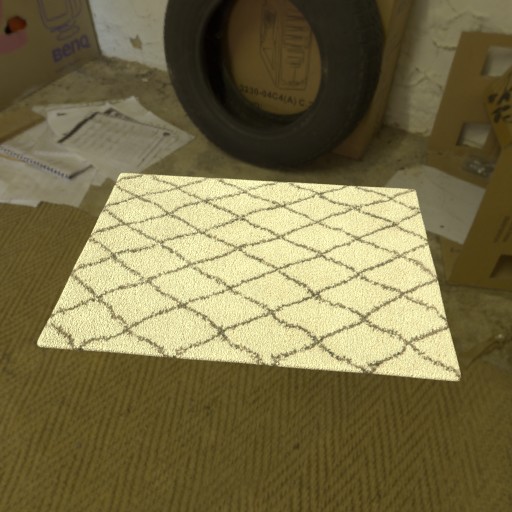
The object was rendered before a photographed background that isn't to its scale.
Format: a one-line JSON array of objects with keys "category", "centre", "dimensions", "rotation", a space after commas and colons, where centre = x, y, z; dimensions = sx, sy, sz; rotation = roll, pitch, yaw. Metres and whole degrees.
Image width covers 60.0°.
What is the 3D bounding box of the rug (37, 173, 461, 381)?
[{"category": "rug", "centre": [0.000, 0.000, 2.255], "dimensions": [1.778, 0.030, 1.219], "rotation": [4, 47, 4]}]
